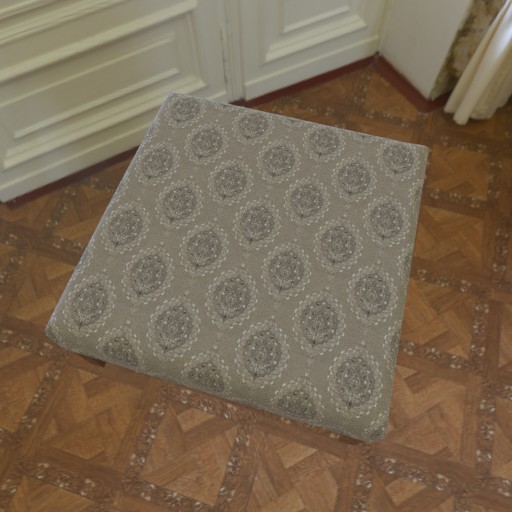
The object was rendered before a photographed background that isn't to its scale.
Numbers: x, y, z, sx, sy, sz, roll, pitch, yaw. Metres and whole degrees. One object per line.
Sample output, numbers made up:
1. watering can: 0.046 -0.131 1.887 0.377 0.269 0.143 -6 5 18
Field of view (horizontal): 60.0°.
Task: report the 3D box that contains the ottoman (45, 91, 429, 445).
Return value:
1. ottoman: 0.000 0.000 1.403 0.889 0.411 0.890 15 64 7
